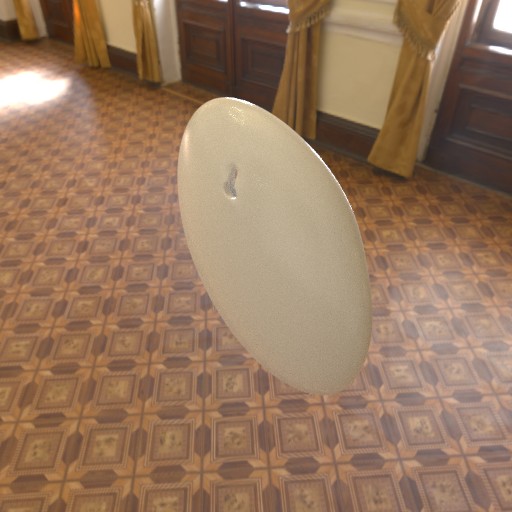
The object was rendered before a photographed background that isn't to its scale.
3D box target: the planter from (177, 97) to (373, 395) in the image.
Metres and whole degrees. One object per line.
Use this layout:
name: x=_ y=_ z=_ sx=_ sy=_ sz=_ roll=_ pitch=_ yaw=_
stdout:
planter: x=0.000 y=0.000 z=0.275 sx=0.043 sy=0.188 sz=0.185 roll=-25 pitch=46 yaw=-27
